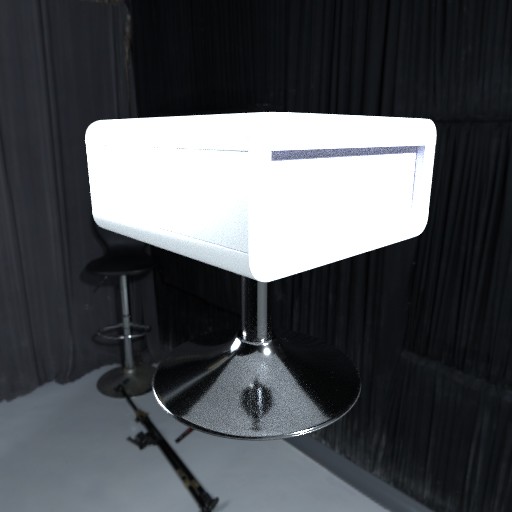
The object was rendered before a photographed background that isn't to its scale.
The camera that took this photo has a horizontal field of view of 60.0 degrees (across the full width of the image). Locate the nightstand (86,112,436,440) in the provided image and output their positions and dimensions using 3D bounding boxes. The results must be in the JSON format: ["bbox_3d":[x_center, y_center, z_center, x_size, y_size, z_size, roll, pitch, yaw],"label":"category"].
[{"bbox_3d":[0.000,0.000,0.760,0.399,0.447,0.404,-14,21,-41],"label":"nightstand"}]
